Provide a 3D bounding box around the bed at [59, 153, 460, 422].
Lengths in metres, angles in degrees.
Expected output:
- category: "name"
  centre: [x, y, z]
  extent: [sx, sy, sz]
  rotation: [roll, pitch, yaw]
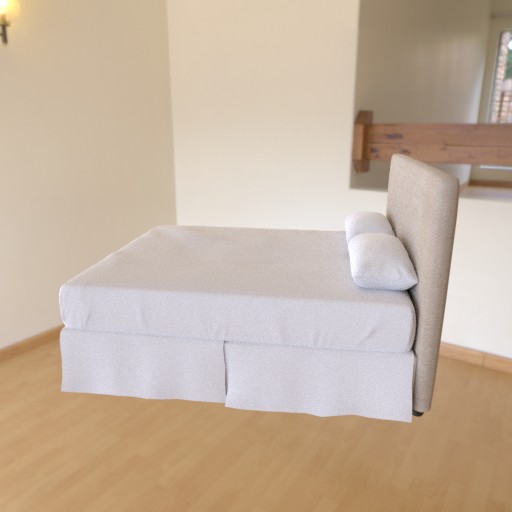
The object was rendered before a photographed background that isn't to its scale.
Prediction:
- category: "bed"
  centre: [0.000, 0.000, 3.099]
  extent: [2.162, 1.330, 1.713]
  rotation: [3, 17, 9]
